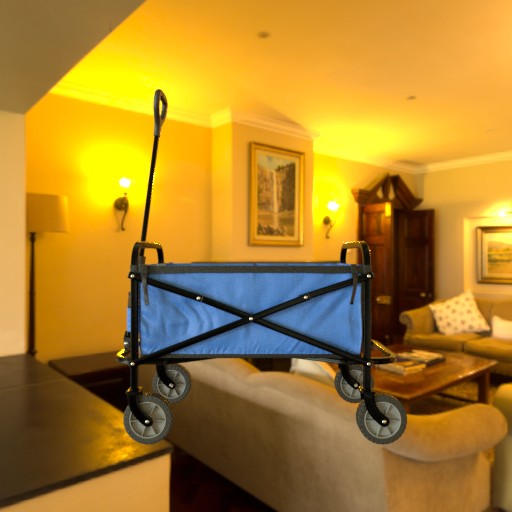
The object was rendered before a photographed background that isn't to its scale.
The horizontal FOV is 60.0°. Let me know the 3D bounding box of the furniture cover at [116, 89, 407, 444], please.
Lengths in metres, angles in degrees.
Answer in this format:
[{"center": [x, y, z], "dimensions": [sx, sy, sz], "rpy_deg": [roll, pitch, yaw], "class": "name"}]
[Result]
[{"center": [0.000, 0.000, 1.753], "dimensions": [1.038, 1.295, 0.532], "rpy_deg": [0, 0, 0], "class": "furniture cover"}]
